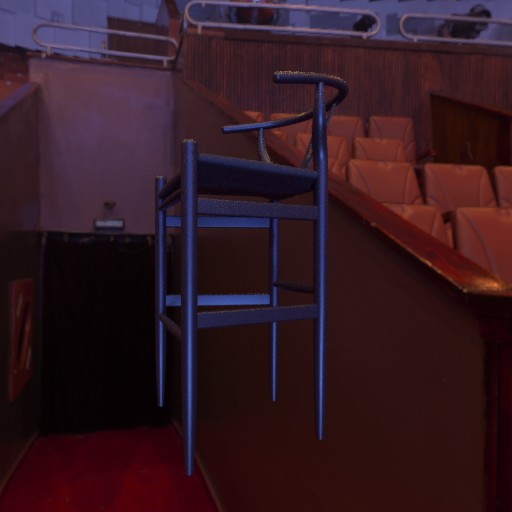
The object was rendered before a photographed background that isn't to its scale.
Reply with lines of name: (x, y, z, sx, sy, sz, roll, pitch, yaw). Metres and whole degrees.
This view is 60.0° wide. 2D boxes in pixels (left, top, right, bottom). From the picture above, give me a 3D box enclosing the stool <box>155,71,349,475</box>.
stool: (0.000, 0.000, 1.431, 0.579, 1.072, 0.569, 0, 0, -20)
